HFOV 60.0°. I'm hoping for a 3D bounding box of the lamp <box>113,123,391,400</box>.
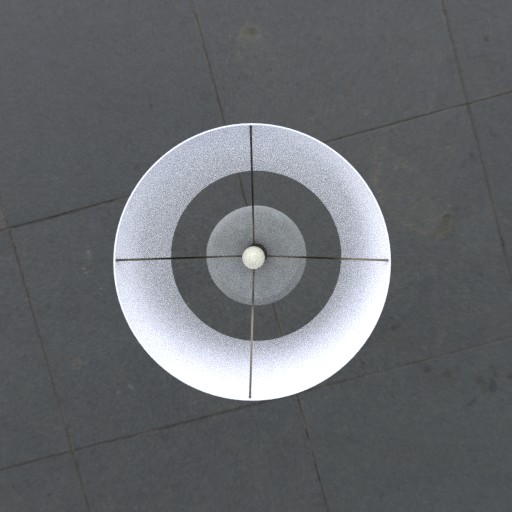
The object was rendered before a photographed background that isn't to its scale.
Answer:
[{"bbox_3d":[0.000,0.000,0.537,0.206,0.416,0.206,0,91,1],"label":"lamp"}]
